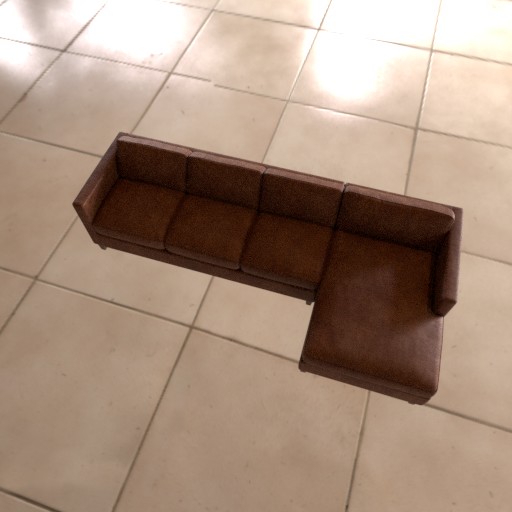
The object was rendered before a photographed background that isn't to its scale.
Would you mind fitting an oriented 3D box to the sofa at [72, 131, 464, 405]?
[{"bbox_3d":[0.000,0.000,3.840,3.203,0.883,1.581,14,59,9],"label":"sofa"}]
